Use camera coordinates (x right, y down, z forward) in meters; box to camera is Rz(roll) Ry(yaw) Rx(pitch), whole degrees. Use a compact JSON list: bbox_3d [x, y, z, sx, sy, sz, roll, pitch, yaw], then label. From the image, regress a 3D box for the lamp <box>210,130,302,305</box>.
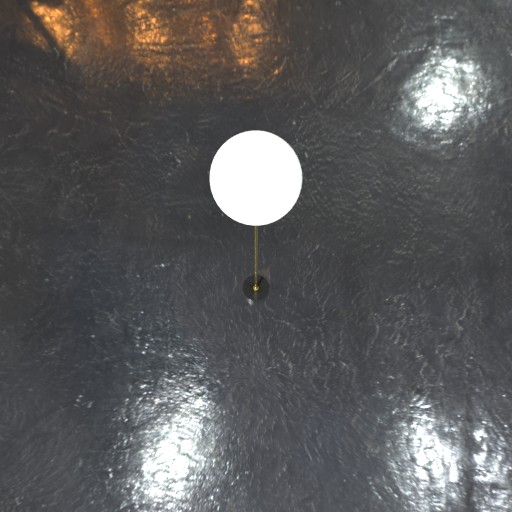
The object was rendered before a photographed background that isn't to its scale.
[{"bbox_3d":[0.000,0.000,1.830,0.229,1.748,0.229,4,75,1],"label":"lamp"}]
